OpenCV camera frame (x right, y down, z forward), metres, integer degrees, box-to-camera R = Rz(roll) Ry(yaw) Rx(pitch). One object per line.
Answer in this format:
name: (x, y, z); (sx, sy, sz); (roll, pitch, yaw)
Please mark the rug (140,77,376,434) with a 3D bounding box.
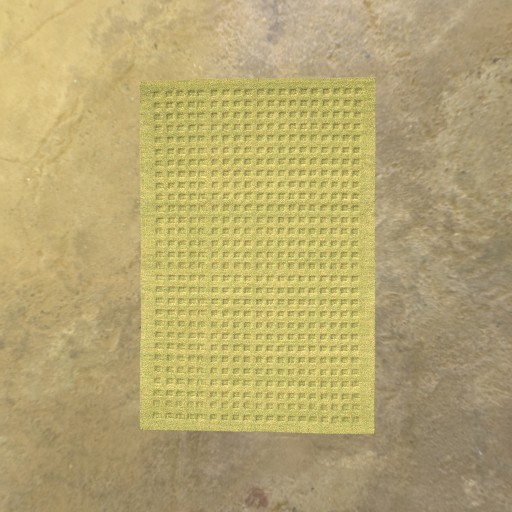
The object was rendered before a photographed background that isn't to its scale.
rug: (0.000, 0.000, 2.876); (1.529, 0.007, 2.297); (0, 91, 3)
